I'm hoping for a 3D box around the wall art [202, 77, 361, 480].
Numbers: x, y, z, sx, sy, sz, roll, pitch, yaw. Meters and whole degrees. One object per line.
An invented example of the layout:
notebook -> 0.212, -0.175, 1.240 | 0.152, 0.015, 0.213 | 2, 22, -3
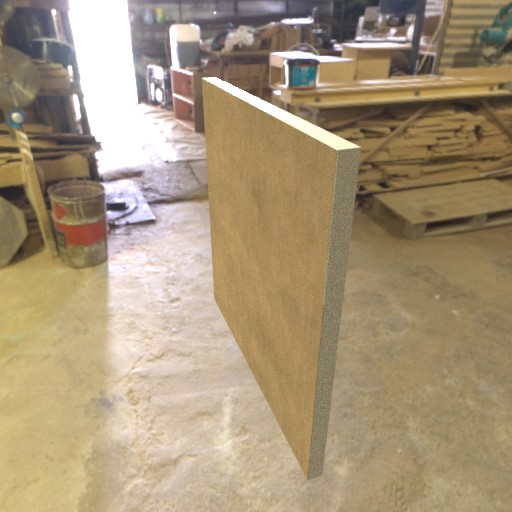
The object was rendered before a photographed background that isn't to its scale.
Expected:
wall art -> 0.000, 0.000, 0.677 | 0.023, 0.453, 0.455 | -11, 31, -18
